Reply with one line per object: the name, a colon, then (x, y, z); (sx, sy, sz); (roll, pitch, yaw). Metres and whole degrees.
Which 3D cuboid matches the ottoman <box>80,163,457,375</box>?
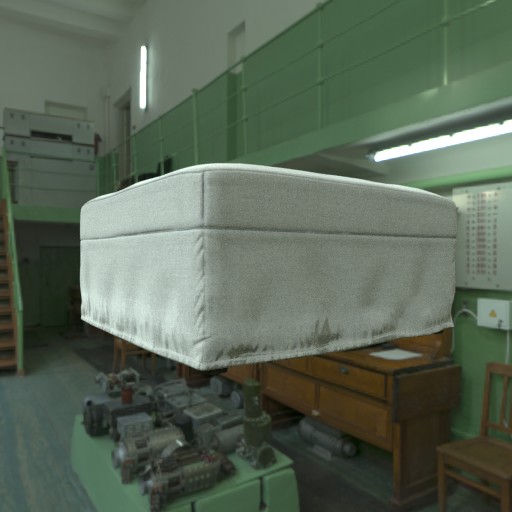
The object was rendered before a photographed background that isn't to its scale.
ottoman: (0.000, 0.000, 1.340); (0.840, 0.436, 0.843); (0, 0, -36)
